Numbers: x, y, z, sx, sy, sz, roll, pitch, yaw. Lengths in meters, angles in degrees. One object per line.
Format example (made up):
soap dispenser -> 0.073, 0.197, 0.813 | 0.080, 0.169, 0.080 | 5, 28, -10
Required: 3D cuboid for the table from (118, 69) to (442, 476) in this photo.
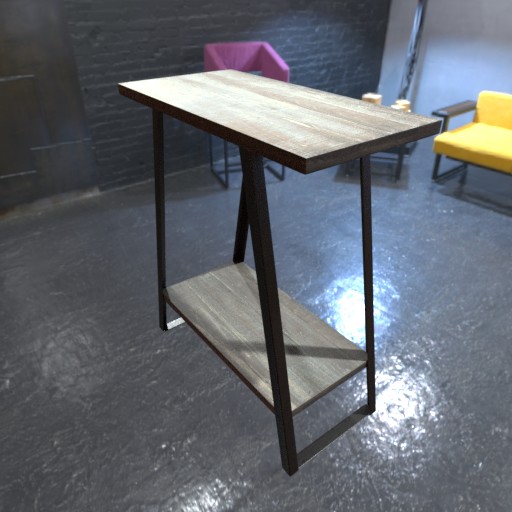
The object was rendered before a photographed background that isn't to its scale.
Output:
table -> 0.000, 0.000, 1.023 | 0.300, 0.701, 0.599 | -22, 38, -31
